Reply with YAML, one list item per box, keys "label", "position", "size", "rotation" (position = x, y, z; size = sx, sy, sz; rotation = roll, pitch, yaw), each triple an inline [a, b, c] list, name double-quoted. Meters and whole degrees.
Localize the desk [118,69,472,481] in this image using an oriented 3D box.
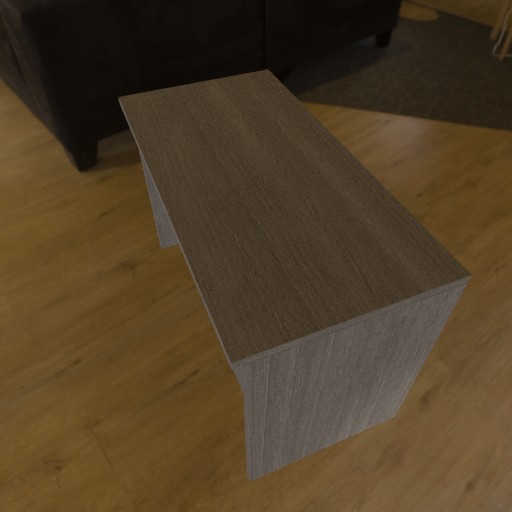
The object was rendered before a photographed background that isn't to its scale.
- label: "desk"
  position: [0.000, 0.000, 1.501]
  size: [0.557, 0.729, 1.099]
  rotation: [-17, 49, -15]
